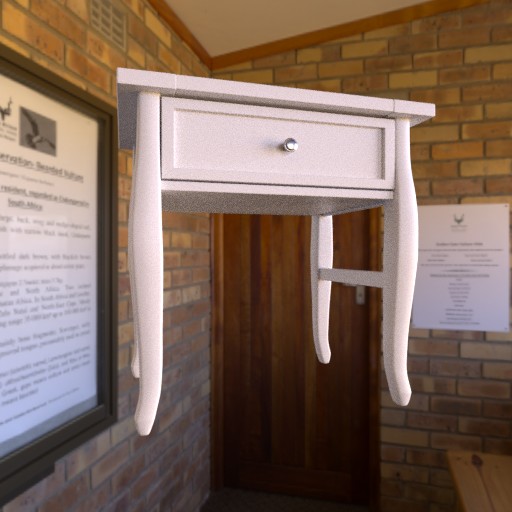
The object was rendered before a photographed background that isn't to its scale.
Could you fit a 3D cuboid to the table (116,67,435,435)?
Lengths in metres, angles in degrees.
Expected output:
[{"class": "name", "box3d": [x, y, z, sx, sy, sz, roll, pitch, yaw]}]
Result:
[{"class": "table", "box3d": [0.000, 0.000, 1.010, 0.599, 0.605, 0.463, 0, 0, -17]}]
